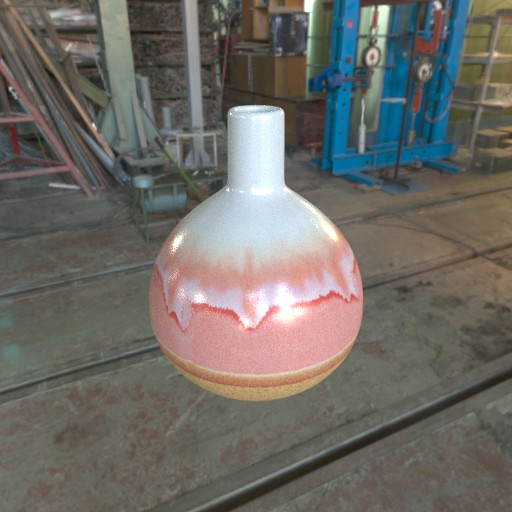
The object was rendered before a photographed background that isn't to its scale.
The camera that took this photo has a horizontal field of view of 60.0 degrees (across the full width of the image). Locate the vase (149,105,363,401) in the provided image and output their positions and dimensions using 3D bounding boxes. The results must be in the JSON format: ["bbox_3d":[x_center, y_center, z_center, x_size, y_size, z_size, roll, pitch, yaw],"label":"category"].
[{"bbox_3d":[0.000,0.000,0.277,0.137,0.176,0.137,0,26,0],"label":"vase"}]
